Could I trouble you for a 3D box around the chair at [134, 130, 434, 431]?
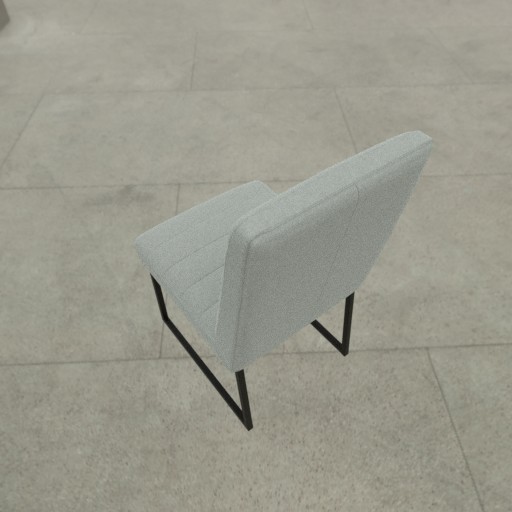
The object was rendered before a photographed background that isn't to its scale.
[{"bbox_3d":[0.000,0.000,1.330,0.520,0.930,0.634,-30,54,-25],"label":"chair"}]
